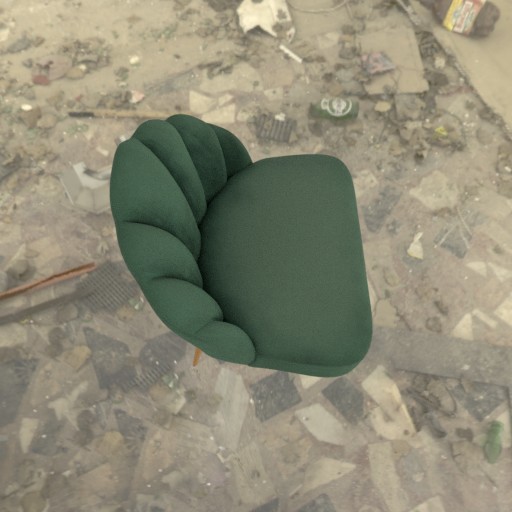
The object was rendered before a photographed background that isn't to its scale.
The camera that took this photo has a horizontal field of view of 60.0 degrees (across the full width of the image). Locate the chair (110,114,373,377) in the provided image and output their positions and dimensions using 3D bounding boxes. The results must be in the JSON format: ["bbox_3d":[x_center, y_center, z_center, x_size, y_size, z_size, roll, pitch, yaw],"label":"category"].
[{"bbox_3d":[0.000,0.000,1.263,0.599,0.819,0.657,0,63,0],"label":"chair"}]
